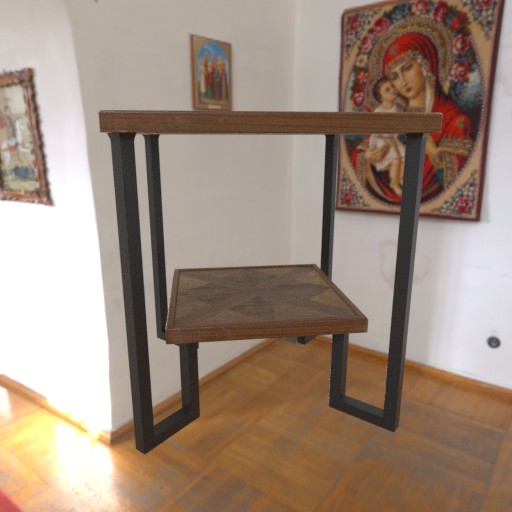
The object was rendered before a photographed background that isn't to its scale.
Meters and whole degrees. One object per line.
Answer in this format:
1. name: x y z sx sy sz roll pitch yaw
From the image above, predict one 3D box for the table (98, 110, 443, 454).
1. table: 0.000 0.000 0.949 0.503 0.563 0.503 -2 15 -7
